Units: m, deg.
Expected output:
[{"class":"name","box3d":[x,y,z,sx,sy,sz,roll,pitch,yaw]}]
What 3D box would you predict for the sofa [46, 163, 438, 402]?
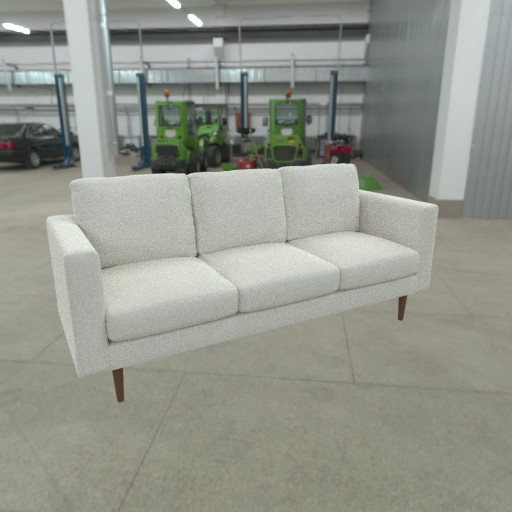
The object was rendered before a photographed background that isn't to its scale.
[{"class":"sofa","box3d":[0.000,0.000,2.471,2.029,0.912,0.802,-9,19,-28]}]
